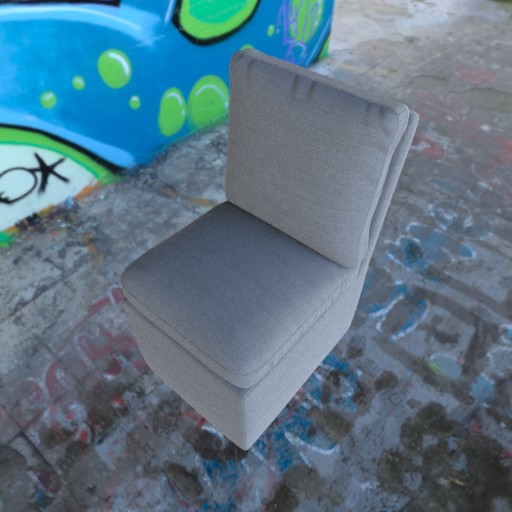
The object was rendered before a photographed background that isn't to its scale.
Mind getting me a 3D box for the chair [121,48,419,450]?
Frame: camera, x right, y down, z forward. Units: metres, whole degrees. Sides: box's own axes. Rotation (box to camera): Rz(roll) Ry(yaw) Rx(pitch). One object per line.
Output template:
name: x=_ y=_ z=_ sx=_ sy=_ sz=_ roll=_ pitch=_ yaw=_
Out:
chair: x=0.000 y=0.000 z=1.291 sx=0.503 sy=0.927 sz=0.698 roll=32 pitch=55 yaw=26
